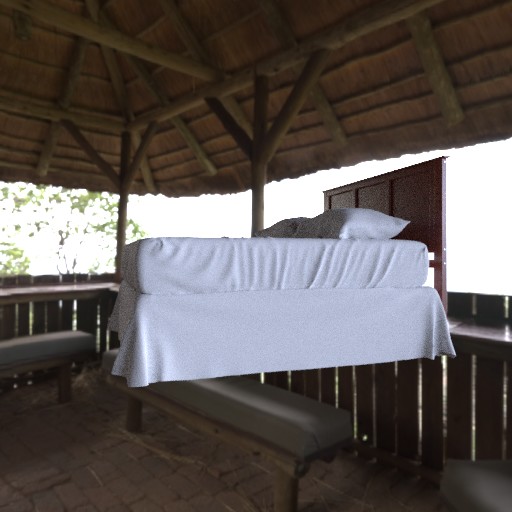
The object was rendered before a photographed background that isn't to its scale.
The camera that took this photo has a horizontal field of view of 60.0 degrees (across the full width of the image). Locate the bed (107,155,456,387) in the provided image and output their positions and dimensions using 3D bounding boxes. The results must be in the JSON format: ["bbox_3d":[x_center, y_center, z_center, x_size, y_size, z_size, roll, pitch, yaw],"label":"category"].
[{"bbox_3d":[0.000,0.000,3.246,2.050,1.270,1.870,0,0,-19],"label":"bed"}]
